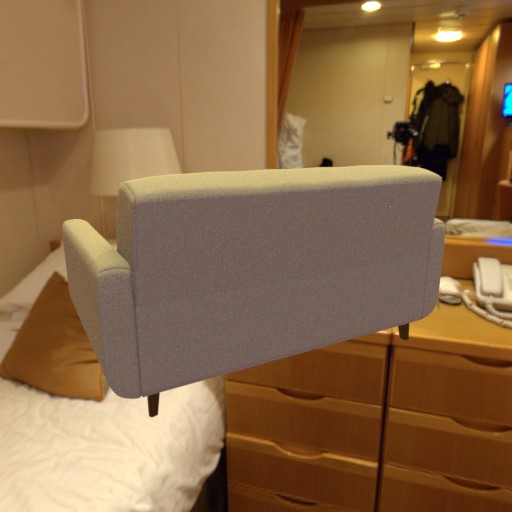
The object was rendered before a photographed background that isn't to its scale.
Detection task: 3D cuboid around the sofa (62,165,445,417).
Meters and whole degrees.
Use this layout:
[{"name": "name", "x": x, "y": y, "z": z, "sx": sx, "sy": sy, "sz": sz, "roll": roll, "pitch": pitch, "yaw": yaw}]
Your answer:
[{"name": "sofa", "x": 0.000, "y": 0.000, "z": 2.191, "sx": 1.655, "sy": 0.892, "sz": 0.980, "roll": -8, "pitch": 17, "yaw": -28}]
